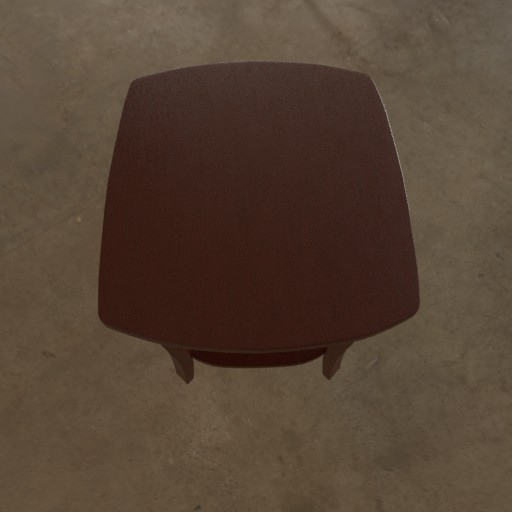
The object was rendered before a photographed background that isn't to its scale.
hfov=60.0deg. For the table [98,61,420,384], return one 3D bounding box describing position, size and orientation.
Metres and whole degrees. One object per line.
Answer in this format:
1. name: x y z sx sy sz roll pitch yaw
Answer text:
1. table: 0.000 0.000 0.869 0.433 0.496 0.502 -1 63 -1
